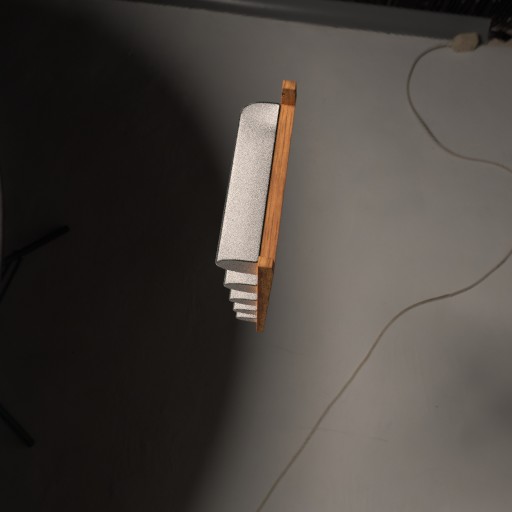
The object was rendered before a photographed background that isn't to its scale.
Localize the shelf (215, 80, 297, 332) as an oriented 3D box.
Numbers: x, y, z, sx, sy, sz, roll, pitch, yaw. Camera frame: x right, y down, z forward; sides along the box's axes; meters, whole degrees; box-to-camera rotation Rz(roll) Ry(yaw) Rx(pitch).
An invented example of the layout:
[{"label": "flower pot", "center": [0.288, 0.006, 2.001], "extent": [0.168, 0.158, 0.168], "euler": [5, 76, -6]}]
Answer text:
[{"label": "shelf", "center": [0.000, 0.000, 1.759], "extent": [0.141, 1.600, 0.454], "euler": [8, 76, 2]}]
